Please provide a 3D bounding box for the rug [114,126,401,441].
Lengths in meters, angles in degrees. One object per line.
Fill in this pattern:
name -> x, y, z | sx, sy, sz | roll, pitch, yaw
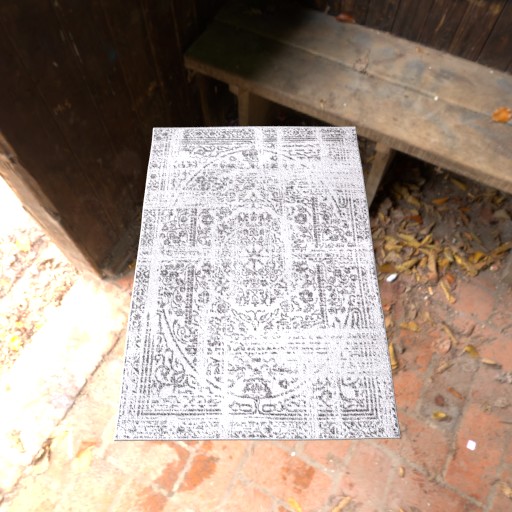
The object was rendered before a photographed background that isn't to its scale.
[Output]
rug -> 0.000, 0.000, 3.159 | 1.706, 0.026, 2.438 | 0, 63, 0
